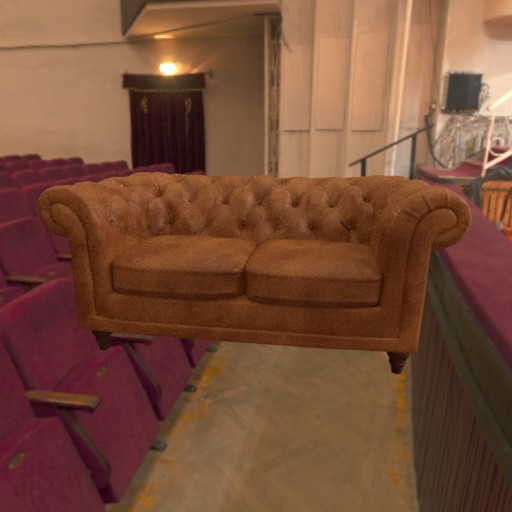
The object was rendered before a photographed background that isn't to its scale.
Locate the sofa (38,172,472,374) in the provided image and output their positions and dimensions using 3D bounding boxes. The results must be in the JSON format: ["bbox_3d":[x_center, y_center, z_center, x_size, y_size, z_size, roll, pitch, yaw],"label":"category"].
[{"bbox_3d":[0.000,0.000,2.504,1.979,0.877,1.042,2,15,9],"label":"sofa"}]
